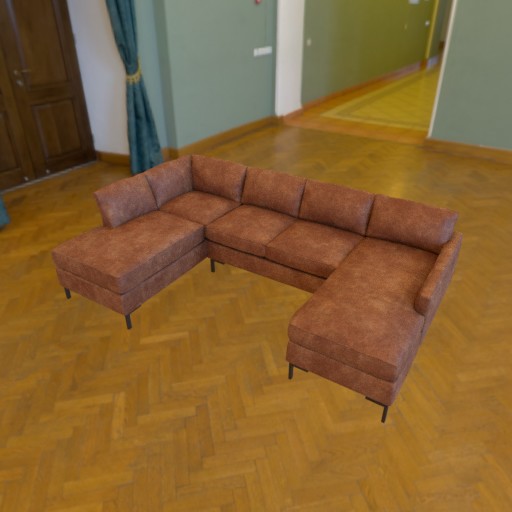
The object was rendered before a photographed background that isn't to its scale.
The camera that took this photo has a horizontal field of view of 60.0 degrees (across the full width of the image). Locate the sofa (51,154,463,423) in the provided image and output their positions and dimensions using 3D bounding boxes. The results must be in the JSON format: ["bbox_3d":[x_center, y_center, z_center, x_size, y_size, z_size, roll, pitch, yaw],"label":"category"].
[{"bbox_3d":[0.000,0.000,3.815,2.956,0.900,1.939,18,35,27],"label":"sofa"}]
